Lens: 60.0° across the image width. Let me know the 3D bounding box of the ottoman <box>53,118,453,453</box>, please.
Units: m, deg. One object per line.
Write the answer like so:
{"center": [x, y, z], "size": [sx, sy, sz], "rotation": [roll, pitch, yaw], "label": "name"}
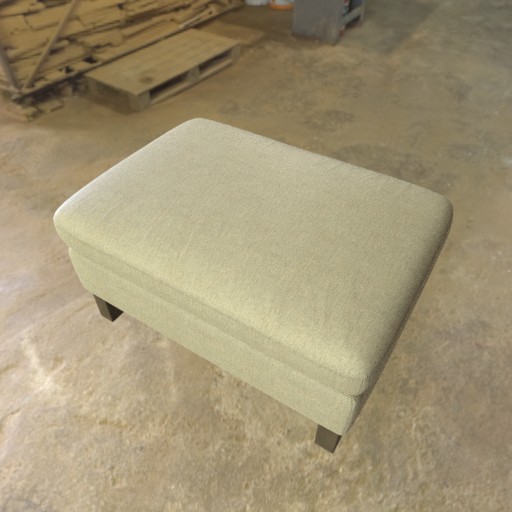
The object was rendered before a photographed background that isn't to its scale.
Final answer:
{"center": [0.000, 0.000, 1.038], "size": [0.735, 0.404, 0.528], "rotation": [24, 49, 22], "label": "ottoman"}
